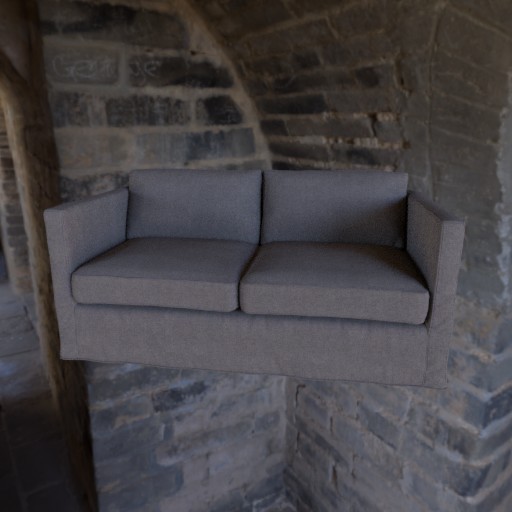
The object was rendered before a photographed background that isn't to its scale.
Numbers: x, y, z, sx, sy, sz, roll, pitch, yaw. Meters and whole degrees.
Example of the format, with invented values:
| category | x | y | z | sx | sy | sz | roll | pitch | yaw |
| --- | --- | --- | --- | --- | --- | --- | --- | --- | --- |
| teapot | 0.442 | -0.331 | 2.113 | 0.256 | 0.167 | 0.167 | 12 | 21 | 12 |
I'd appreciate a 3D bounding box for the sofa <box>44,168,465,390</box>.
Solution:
| category | x | y | z | sx | sy | sz | roll | pitch | yaw |
| --- | --- | --- | --- | --- | --- | --- | --- | --- | --- |
| sofa | 0.000 | 0.000 | 2.329 | 1.802 | 0.854 | 0.974 | 2 | 16 | 8 |
